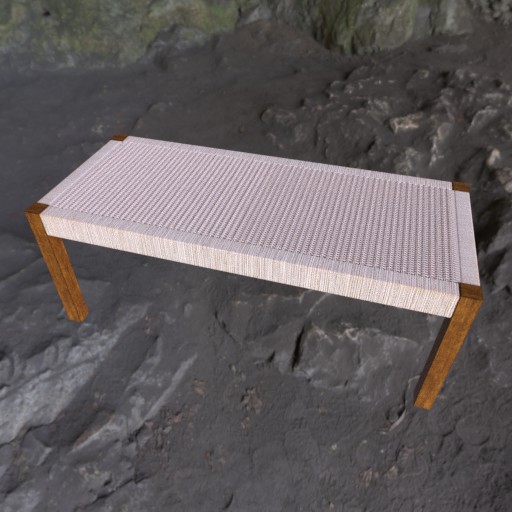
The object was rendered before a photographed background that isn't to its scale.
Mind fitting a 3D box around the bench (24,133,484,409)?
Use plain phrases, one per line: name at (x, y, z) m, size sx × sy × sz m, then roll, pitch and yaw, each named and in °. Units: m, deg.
bench at (0.000, 0.000, 1.438) m, size 1.198 × 0.457 × 0.507 m, roll 11°, pitch 42°, yaw 12°
